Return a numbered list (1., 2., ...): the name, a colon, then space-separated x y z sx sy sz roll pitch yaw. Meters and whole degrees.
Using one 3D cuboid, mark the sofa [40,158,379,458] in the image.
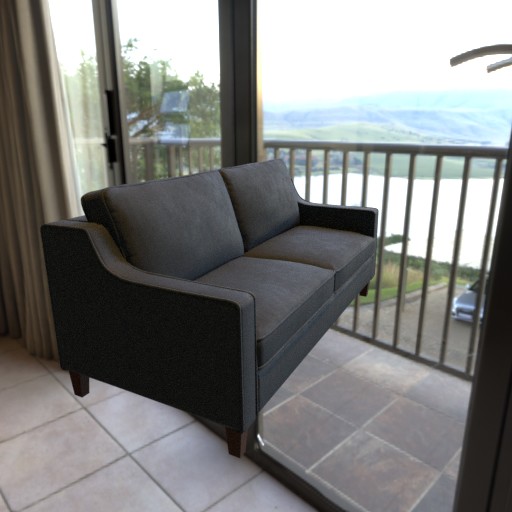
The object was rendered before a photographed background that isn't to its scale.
1. sofa: 0.000 0.000 2.776 1.066 1.071 2.178 8 18 27
